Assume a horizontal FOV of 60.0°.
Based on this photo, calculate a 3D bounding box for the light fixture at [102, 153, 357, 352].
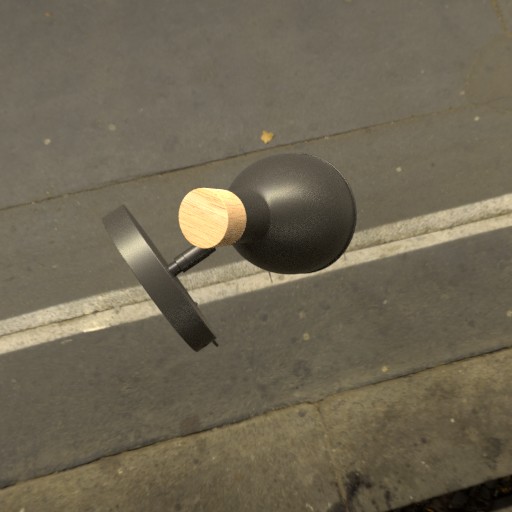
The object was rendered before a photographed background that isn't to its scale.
[{"bbox_3d":[0.000,0.000,0.488,0.203,0.401,0.127,-35,78,-9],"label":"light fixture"}]
